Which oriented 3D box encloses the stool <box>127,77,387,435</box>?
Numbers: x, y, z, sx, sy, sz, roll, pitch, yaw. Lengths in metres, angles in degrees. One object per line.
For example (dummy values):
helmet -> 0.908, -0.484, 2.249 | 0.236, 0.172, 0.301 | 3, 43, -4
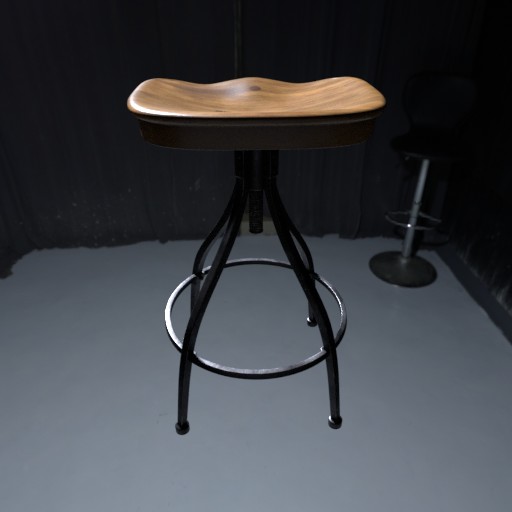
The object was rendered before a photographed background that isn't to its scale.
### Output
stool -> 0.000, 0.000, 0.963 | 0.432, 0.694, 0.424 | -1, 32, -2
